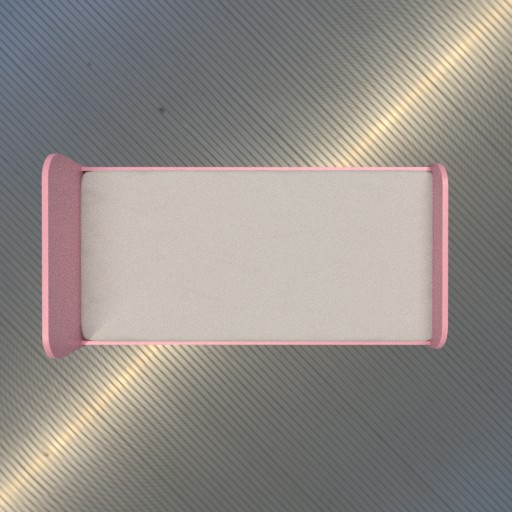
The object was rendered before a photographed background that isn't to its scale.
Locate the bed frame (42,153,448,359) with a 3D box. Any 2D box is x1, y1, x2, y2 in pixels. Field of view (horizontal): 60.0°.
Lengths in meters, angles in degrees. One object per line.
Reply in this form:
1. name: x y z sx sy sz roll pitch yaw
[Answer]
1. bed frame: 0.000 0.000 2.434 1.963 0.805 0.998 0 90 0
